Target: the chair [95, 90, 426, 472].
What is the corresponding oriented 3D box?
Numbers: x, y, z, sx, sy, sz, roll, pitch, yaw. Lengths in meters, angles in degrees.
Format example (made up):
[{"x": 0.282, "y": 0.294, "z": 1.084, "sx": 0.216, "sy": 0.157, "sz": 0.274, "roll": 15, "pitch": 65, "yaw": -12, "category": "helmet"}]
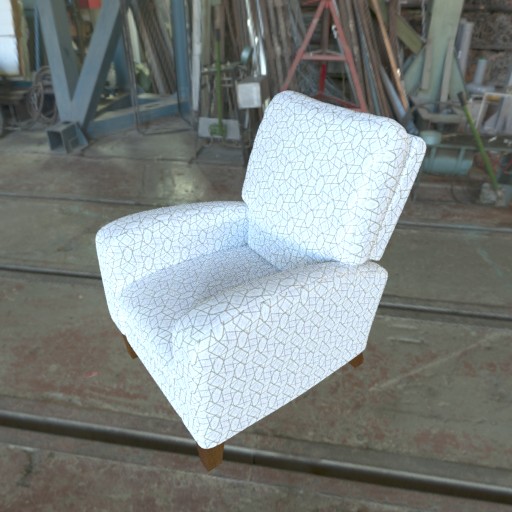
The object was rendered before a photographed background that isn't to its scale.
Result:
[{"x": 0.000, "y": 0.000, "z": 1.714, "sx": 0.995, "sy": 1.064, "sz": 0.796, "roll": -21, "pitch": 38, "yaw": -30, "category": "chair"}]
